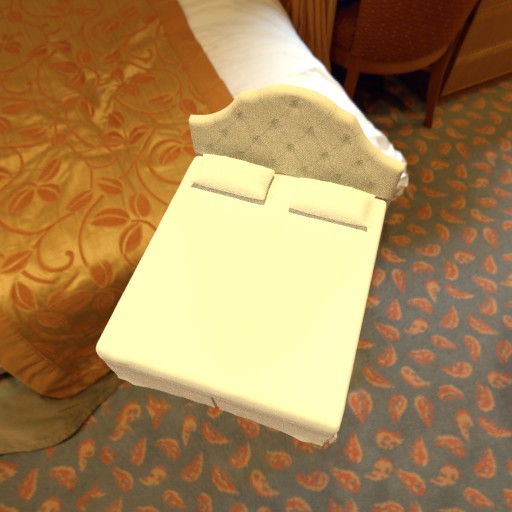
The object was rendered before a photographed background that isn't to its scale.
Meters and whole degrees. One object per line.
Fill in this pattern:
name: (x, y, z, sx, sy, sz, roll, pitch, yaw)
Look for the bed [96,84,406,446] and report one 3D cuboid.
bed: (0.000, 0.000, 3.580, 2.008, 1.615, 2.214, 15, 60, 9)
